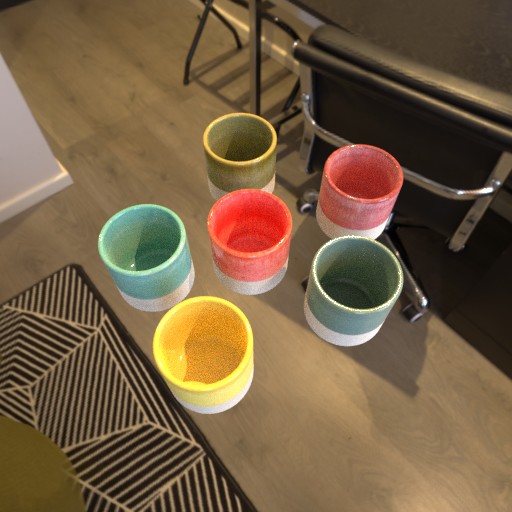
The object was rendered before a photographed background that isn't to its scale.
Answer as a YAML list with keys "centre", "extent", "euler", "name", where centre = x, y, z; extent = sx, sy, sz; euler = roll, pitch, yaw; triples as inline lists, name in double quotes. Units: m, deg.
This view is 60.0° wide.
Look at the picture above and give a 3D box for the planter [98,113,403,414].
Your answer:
- centre: [0.000, 0.000, 0.415]
  extent: [0.257, 0.075, 0.286]
  euler: [16, 59, 10]
  name: "planter"
